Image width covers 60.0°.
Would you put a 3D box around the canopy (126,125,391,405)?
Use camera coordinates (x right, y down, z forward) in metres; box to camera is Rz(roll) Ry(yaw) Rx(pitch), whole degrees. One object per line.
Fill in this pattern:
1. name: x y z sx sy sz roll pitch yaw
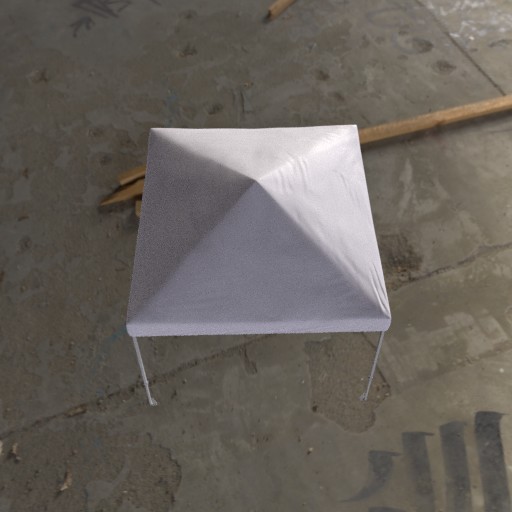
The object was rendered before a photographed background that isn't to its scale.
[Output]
1. canopy: 0.000 0.000 5.264 2.849 2.850 2.850 -1 61 -1
